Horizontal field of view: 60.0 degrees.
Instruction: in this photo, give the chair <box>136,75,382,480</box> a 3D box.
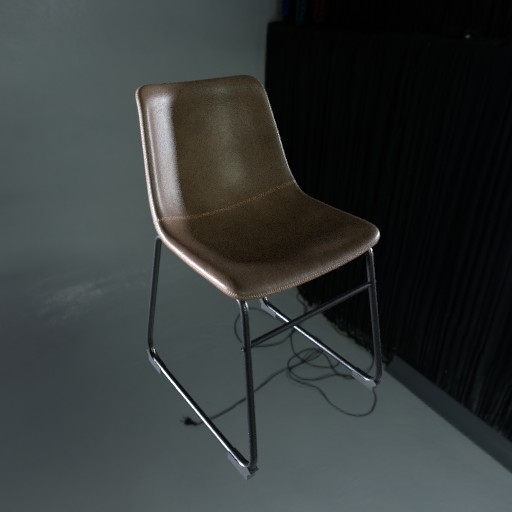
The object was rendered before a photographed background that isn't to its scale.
[{"bbox_3d":[0.000,0.000,1.115,0.460,0.780,0.551,-21,36,-32],"label":"chair"}]
